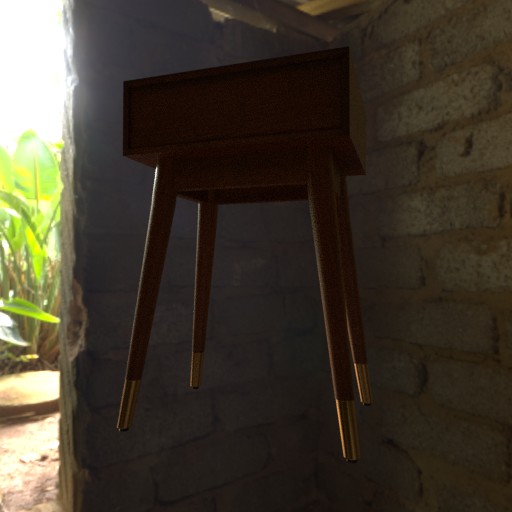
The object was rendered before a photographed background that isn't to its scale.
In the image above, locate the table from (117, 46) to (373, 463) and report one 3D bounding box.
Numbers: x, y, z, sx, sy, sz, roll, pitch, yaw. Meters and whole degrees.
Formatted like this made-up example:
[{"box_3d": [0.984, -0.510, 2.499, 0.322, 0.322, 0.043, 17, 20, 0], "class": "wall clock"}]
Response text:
[{"box_3d": [0.000, 0.000, 0.836, 0.406, 0.599, 0.300, 0, -1, 18], "class": "table"}]
